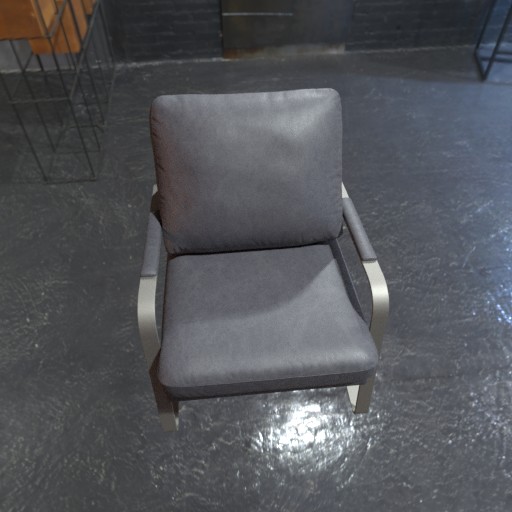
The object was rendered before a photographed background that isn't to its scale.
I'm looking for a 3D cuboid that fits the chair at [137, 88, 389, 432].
[{"bbox_3d":[0.000,0.000,1.461,0.692,0.839,0.878,-4,48,-4],"label":"chair"}]
